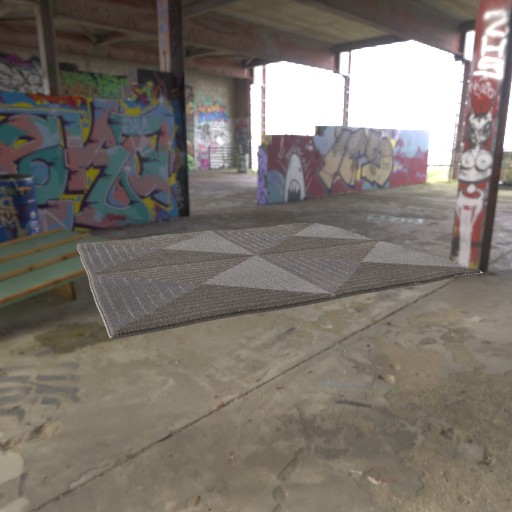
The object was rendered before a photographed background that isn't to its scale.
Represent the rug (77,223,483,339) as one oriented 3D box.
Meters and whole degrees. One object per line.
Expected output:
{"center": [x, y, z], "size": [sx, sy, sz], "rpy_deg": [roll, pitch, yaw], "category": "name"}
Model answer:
{"center": [0.000, 0.000, 0.892], "size": [0.642, 0.008, 0.551], "rpy_deg": [-7, 16, -24], "category": "rug"}
